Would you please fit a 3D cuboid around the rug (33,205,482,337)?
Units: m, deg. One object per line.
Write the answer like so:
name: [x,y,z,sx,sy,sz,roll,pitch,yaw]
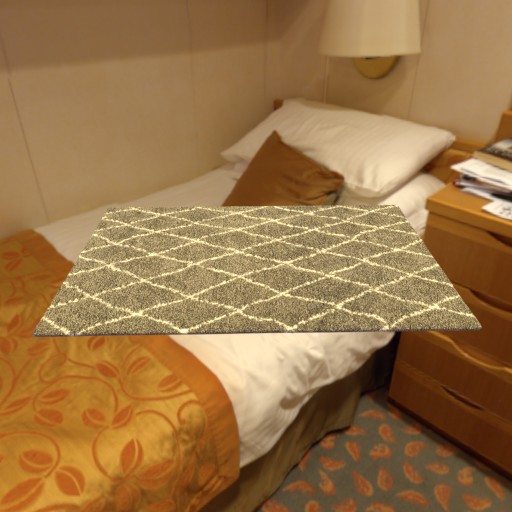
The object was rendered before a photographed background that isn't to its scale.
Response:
rug: [0.000,0.000,3.449,2.743,0.030,1.778,-1,32,-1]
